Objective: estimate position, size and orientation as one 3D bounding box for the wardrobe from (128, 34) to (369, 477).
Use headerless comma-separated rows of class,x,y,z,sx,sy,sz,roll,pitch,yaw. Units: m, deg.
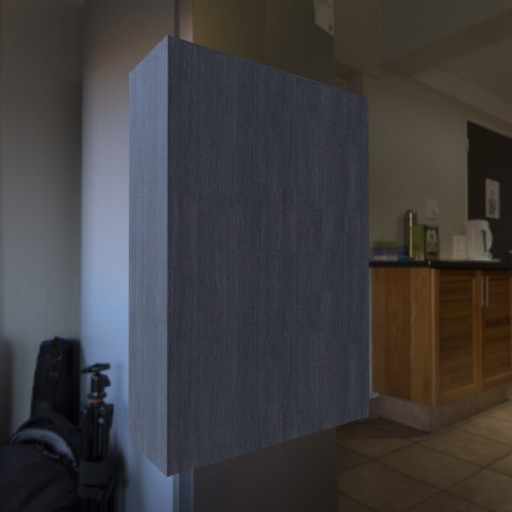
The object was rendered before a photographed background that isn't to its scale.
wardrobe,0.000,0.000,2.490,1.290,1.910,0.510,0,-1,-35
